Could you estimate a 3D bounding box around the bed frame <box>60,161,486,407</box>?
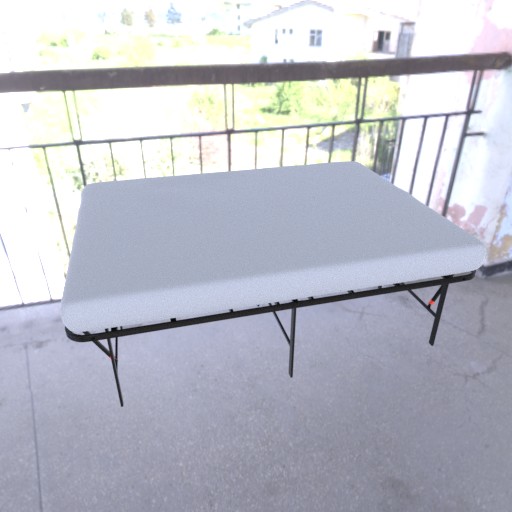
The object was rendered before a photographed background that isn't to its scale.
[{"bbox_3d":[0.000,0.000,2.549,1.905,0.637,1.372,-7,30,-13],"label":"bed frame"}]
